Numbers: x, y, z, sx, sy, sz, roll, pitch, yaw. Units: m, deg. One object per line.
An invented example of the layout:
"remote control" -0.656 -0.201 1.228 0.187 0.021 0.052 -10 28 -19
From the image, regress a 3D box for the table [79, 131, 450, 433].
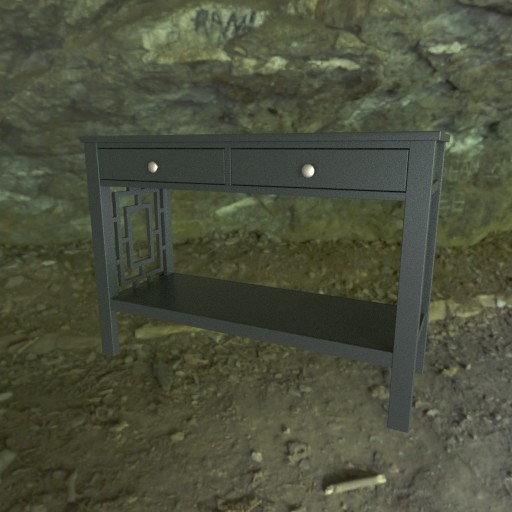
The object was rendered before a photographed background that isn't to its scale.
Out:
"table" 0.000 0.000 1.436 1.068 0.753 0.397 7 15 25
